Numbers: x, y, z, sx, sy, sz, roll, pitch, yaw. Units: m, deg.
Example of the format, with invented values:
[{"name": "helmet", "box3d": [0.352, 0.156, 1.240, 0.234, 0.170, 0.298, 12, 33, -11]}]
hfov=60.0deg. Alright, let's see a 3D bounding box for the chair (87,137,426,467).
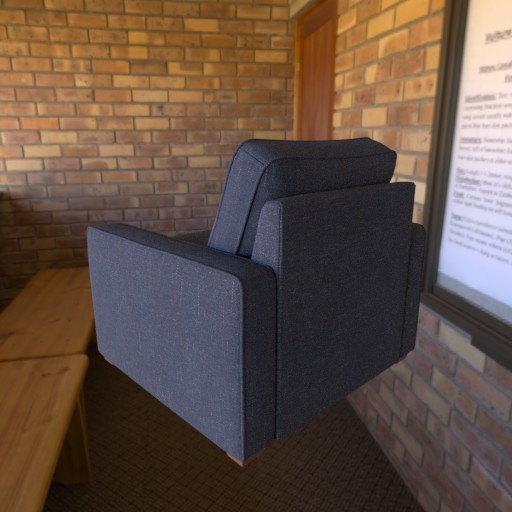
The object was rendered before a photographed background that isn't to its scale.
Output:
[{"name": "chair", "box3d": [0.000, 0.000, 1.771, 1.017, 0.919, 0.940, -14, 21, -42]}]
